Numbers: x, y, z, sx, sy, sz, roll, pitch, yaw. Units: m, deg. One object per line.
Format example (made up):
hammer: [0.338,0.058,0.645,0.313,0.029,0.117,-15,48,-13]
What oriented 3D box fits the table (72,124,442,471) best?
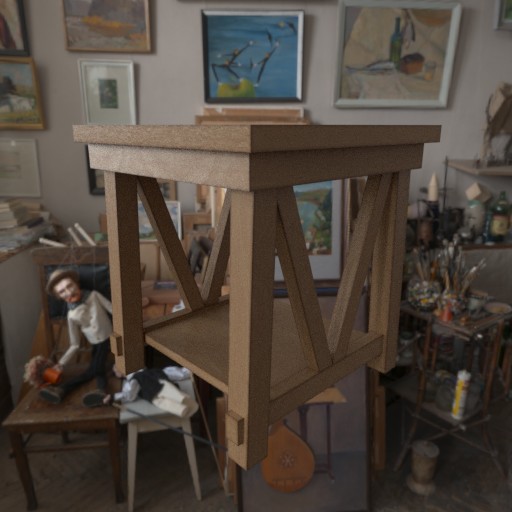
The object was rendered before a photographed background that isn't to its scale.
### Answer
table: [0.000,0.000,1.125,0.612,0.638,0.610,-15,22,-42]
